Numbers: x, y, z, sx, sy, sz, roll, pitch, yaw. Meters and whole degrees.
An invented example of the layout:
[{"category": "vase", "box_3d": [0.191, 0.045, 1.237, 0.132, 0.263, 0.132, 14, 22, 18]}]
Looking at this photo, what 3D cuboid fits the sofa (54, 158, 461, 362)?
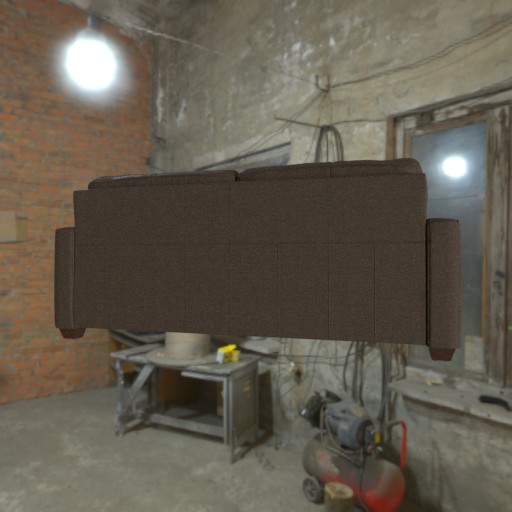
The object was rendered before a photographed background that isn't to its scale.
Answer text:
[{"category": "sofa", "box_3d": [0.000, 0.000, 2.570, 2.080, 0.919, 0.940, 0, 0, 16]}]
